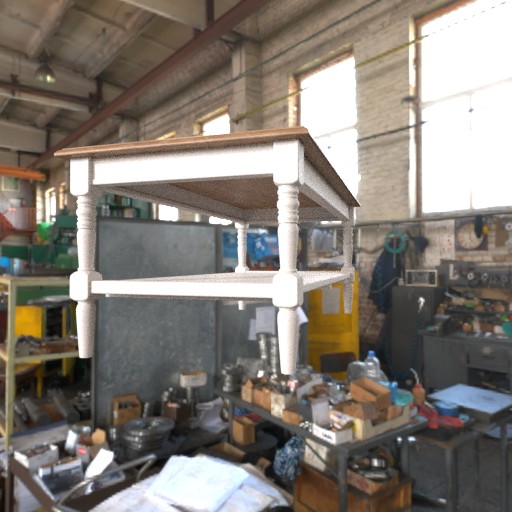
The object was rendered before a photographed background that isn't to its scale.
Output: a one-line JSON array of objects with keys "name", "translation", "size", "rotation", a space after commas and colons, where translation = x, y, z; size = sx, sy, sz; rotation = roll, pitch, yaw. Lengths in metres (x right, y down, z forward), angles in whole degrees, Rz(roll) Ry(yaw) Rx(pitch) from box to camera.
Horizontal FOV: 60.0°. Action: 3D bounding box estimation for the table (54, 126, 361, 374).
[{"name": "table", "translation": [0.000, 0.000, 1.403], "size": [0.559, 0.458, 1.118], "rotation": [0, -1, 18]}]
